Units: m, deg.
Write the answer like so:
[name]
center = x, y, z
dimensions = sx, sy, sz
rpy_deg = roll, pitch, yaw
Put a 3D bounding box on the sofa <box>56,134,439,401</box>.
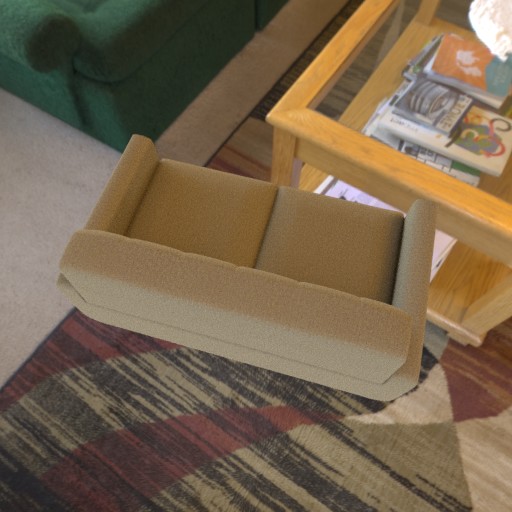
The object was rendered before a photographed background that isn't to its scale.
[sofa]
center = 0.000, 0.000, 2.258
dimensions = 1.651, 0.925, 0.952
rpy_deg = 14, 64, 7
